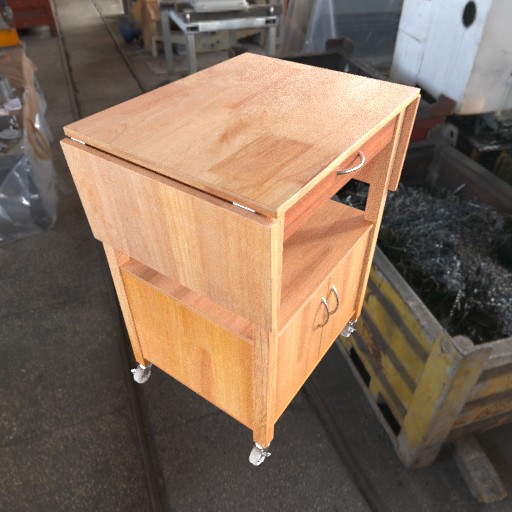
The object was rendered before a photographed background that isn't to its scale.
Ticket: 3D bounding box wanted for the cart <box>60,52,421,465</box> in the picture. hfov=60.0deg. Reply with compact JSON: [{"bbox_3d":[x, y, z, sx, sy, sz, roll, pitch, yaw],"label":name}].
[{"bbox_3d":[0.000,0.000,1.215,0.508,0.838,0.640,24,46,26],"label":"cart"}]
